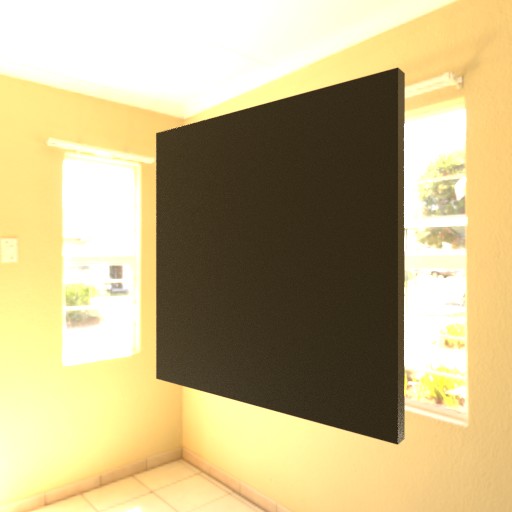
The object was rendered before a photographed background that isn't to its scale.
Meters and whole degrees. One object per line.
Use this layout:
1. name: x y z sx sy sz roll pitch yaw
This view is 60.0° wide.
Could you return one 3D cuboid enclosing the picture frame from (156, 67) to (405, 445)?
1. picture frame: 0.000 0.000 0.840 0.559 0.557 0.029 0 0 39
